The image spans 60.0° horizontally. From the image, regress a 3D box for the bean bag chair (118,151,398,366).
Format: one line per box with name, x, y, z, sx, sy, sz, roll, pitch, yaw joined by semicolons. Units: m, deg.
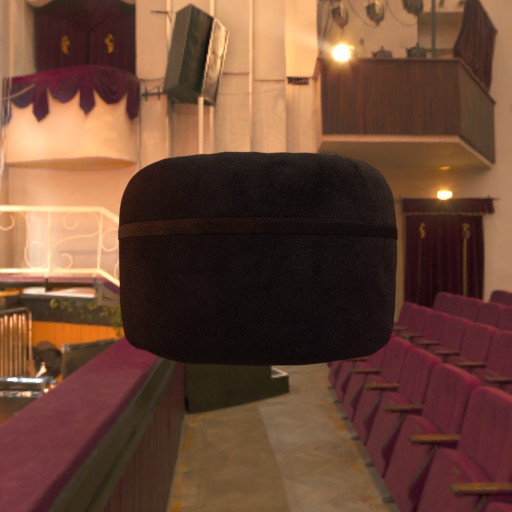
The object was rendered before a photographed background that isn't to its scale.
bean bag chair;0.000;0.000;1.996;1.219;0.762;1.219;0;0;0
